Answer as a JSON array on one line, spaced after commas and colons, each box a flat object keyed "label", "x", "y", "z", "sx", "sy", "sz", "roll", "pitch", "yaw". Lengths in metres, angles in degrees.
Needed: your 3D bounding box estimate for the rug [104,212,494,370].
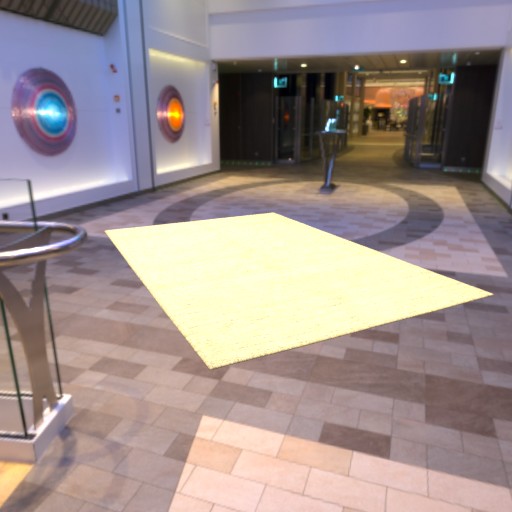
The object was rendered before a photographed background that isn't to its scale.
[{"label": "rug", "x": 0.000, "y": 0.000, "z": 2.334, "sx": 1.250, "sy": 0.015, "sz": 1.850, "roll": -9, "pitch": 19, "yaw": -26}]
